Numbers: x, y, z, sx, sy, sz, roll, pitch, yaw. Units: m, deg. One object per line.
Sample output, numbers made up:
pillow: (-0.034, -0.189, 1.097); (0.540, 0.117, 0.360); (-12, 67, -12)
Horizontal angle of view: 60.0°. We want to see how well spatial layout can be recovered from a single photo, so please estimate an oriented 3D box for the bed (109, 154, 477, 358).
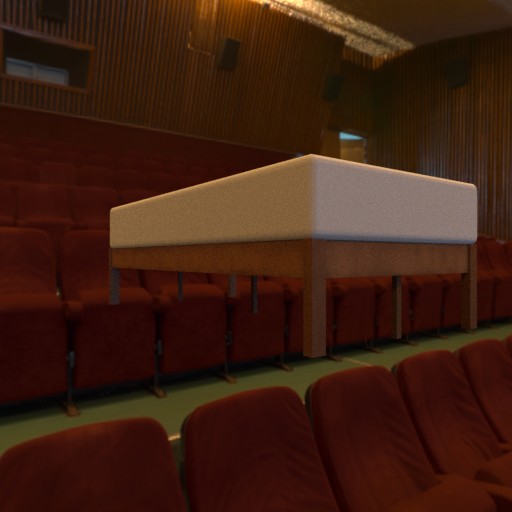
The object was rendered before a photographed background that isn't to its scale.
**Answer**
bed: (0.000, 0.000, 2.371); (0.961, 0.616, 1.902); (0, 0, -36)
